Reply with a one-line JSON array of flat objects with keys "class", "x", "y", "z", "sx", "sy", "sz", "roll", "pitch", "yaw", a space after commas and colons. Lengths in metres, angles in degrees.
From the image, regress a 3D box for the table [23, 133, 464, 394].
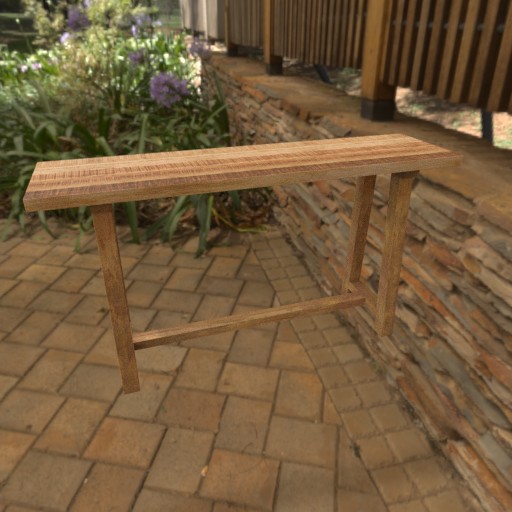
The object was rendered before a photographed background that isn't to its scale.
[{"class": "table", "x": 0.000, "y": 0.000, "z": 1.824, "sx": 1.524, "sy": 0.810, "sz": 0.405, "roll": -9, "pitch": 29, "yaw": -16}]
